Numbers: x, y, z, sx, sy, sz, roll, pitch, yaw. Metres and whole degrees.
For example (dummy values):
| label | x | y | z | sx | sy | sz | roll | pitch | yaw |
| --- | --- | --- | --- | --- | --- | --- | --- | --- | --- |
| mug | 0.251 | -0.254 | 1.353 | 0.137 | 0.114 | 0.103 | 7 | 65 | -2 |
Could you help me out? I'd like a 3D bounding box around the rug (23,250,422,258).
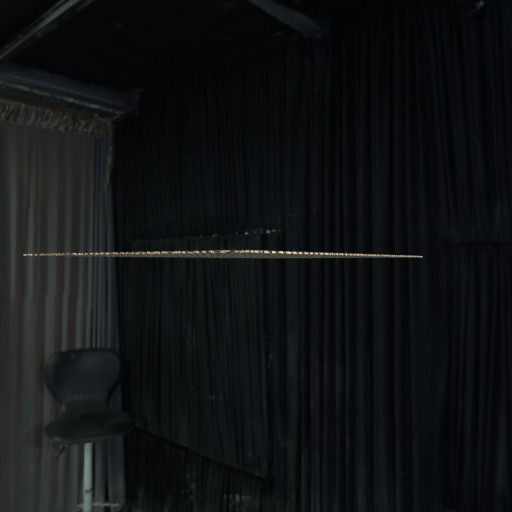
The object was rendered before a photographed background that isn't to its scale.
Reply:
| label | x | y | z | sx | sy | sz | roll | pitch | yaw |
| --- | --- | --- | --- | --- | --- | --- | --- | --- | --- |
| rug | 0.000 | 0.000 | 2.320 | 1.219 | 0.008 | 1.828 | 0 | -1 | 36 |
